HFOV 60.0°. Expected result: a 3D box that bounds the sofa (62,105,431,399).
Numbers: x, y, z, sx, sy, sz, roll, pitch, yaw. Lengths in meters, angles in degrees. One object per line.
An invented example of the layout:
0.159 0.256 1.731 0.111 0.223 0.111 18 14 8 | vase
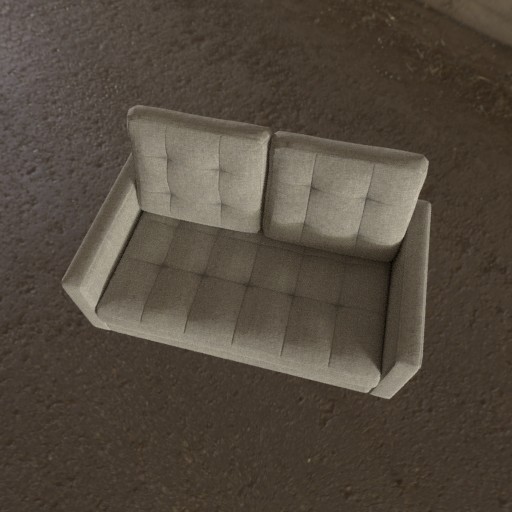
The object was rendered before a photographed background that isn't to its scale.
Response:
0.000 0.000 1.944 1.407 0.907 0.842 12 59 7 | sofa
